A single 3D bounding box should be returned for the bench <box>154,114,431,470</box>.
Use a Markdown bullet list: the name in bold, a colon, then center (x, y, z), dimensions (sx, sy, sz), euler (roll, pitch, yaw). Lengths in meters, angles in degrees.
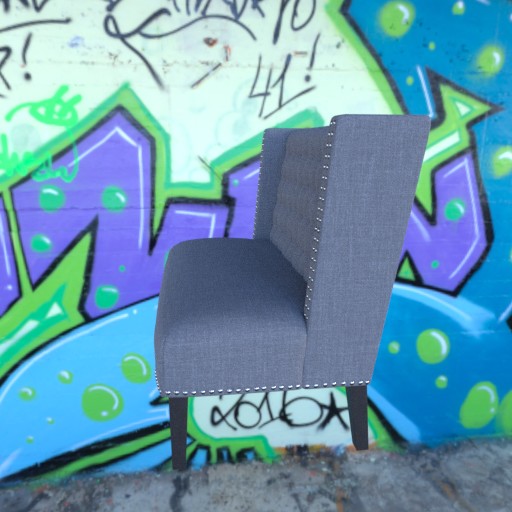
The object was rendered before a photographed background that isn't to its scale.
- **bench**: center (0.000, 0.000, 1.954), dimensions (0.842, 1.121, 1.276), euler (-2, 14, -8)
